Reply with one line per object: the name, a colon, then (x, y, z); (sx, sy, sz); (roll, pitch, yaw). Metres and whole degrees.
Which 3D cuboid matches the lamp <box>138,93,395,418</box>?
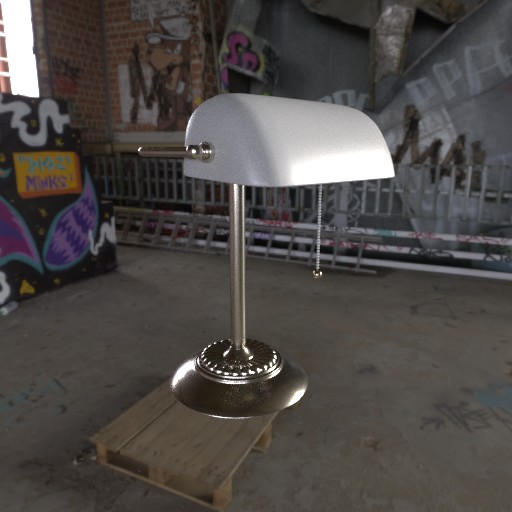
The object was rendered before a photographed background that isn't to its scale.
lamp: (0.000, 0.000, 0.516); (0.264, 0.339, 0.243); (-13, 19, -43)
